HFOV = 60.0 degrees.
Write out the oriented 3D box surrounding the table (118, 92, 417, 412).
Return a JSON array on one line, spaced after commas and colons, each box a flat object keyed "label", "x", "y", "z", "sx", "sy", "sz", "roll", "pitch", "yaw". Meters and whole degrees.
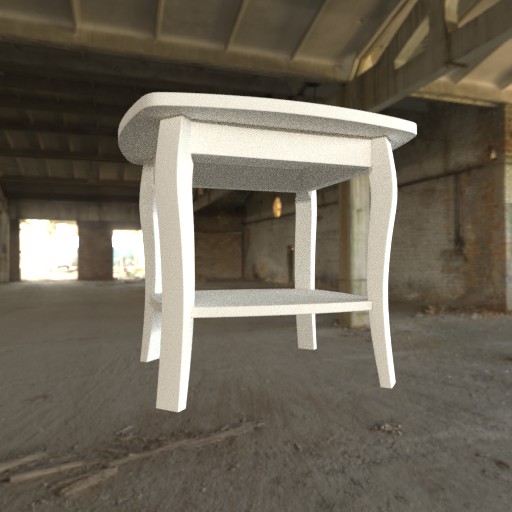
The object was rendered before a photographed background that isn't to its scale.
[{"label": "table", "x": 0.000, "y": 0.000, "z": 0.845, "sx": 0.502, "sy": 0.438, "sz": 0.451, "roll": 0, "pitch": 0, "yaw": -19}]
